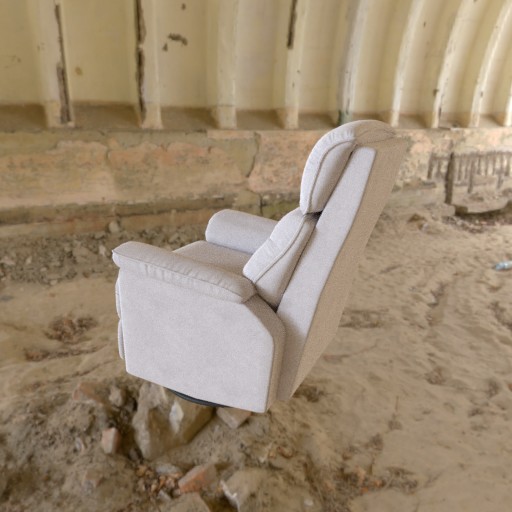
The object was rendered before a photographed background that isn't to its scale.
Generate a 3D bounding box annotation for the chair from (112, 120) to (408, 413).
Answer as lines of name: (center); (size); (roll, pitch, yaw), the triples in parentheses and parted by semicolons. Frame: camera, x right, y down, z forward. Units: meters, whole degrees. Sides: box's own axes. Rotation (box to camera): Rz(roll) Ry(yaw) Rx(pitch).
chair: (0.000, 0.000, 1.769); (1.001, 1.039, 0.820); (8, 19, 25)
